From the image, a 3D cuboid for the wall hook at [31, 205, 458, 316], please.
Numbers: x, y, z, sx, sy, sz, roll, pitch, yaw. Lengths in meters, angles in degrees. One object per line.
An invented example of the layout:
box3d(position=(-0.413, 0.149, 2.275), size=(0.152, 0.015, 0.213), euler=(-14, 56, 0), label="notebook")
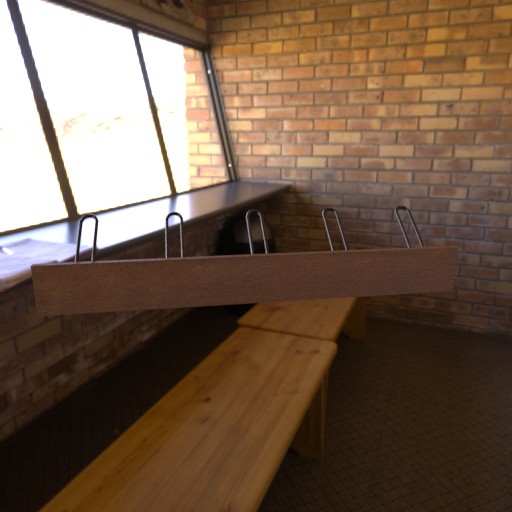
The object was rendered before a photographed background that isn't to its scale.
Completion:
box3d(position=(0.000, 0.000, 0.608), size=(0.554, 0.116, 0.076), euler=(-3, 16, -9), label="wall hook")
